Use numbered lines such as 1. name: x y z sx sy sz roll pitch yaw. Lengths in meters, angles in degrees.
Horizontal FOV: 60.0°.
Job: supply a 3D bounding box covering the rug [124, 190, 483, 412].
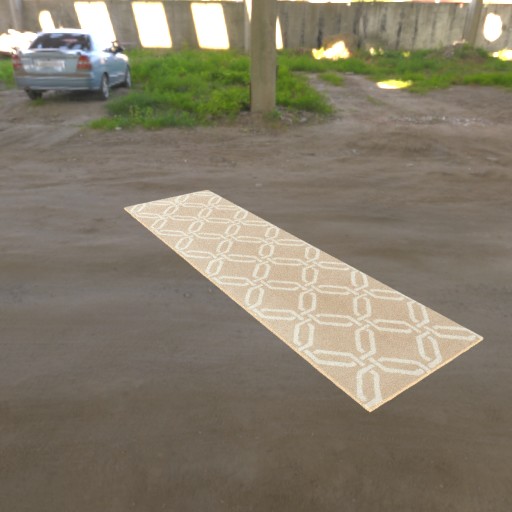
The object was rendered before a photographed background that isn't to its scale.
1. rug: 0.000 0.000 2.464 0.678 0.014 2.276 -18 32 -31
